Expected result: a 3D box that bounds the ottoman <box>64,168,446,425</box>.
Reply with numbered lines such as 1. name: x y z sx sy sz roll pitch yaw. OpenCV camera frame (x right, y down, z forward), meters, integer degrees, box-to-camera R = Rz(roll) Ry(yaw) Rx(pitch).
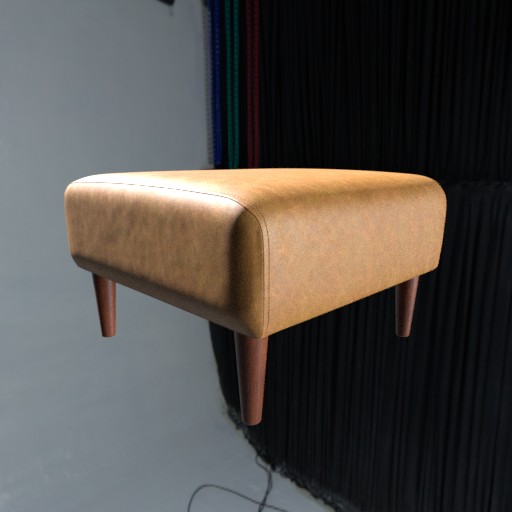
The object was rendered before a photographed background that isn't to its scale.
1. ottoman: 0.000 0.000 1.050 0.650 0.399 0.650 -12 17 -43
